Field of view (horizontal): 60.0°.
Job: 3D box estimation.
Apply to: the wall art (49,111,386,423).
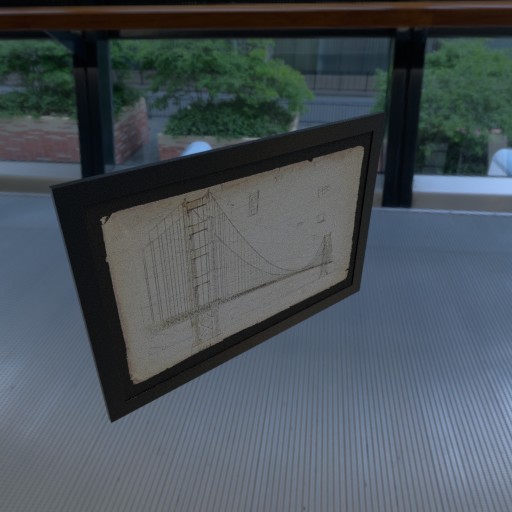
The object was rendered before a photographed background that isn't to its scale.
[{"bbox_3d":[0.000,0.000,0.851,0.660,0.447,0.013,-22,37,-31],"label":"wall art"}]
